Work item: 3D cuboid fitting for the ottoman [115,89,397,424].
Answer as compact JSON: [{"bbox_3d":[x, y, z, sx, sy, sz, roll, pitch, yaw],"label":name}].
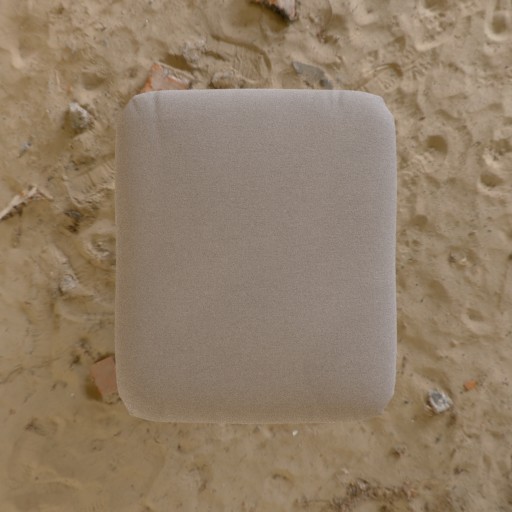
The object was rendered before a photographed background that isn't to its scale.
[{"bbox_3d":[0.000,0.000,1.116,0.622,0.450,0.746,0,91,0],"label":"ottoman"}]
